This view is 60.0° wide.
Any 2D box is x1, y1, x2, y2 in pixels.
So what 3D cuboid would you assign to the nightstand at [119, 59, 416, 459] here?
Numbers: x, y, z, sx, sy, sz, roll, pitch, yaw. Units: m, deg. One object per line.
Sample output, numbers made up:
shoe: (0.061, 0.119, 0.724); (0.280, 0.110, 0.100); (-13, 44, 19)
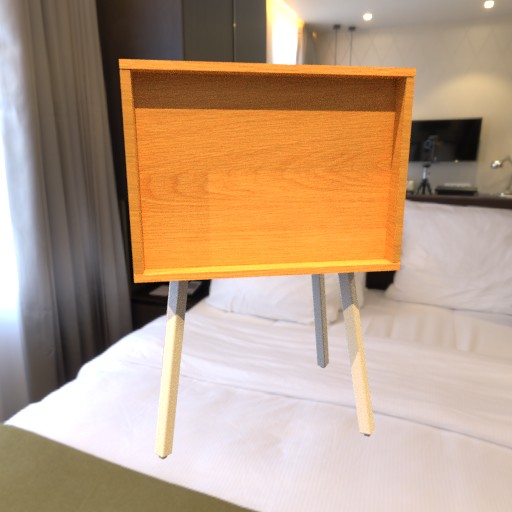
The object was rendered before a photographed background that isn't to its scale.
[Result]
nightstand: (0.000, 0.000, 0.810); (0.400, 0.601, 0.316); (-2, 14, -9)
